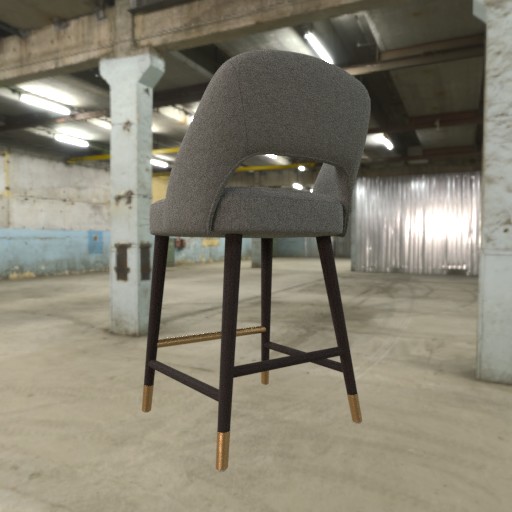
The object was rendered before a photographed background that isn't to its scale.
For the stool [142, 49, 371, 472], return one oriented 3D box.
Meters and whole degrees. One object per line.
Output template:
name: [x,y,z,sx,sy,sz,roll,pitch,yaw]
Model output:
stool: [0.000,0.000,1.231,0.536,0.925,0.524,-1,2,-36]
